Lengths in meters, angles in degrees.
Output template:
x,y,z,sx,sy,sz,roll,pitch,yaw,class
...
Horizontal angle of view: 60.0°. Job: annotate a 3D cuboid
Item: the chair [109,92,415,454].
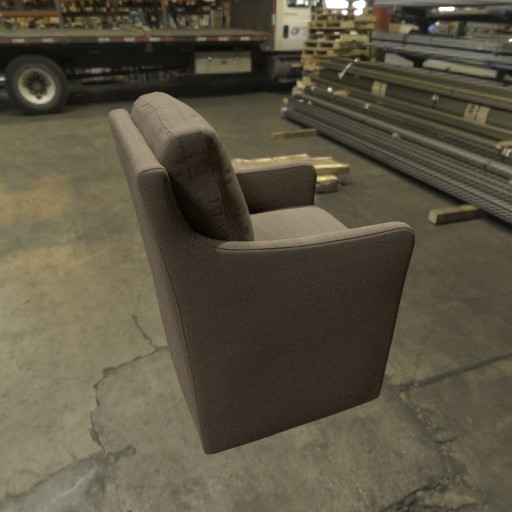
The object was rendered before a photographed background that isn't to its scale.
x,y,z,sx,sy,sz,roll,pitch,yaw,class
0.000,0.000,1.351,0.694,0.914,0.626,-11,32,-18,chair
